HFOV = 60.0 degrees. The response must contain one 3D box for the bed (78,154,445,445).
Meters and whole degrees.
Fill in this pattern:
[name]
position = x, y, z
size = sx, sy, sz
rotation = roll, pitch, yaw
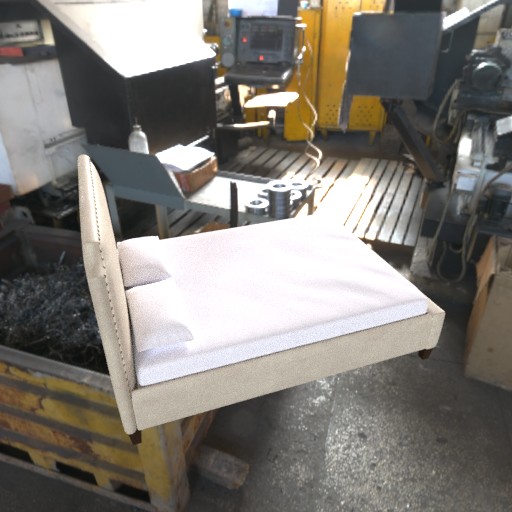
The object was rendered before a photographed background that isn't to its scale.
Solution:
[bed]
position = 0.000, 0.000, 3.445
size = 2.372, 1.443, 1.712
rotation = -11, 33, -17
